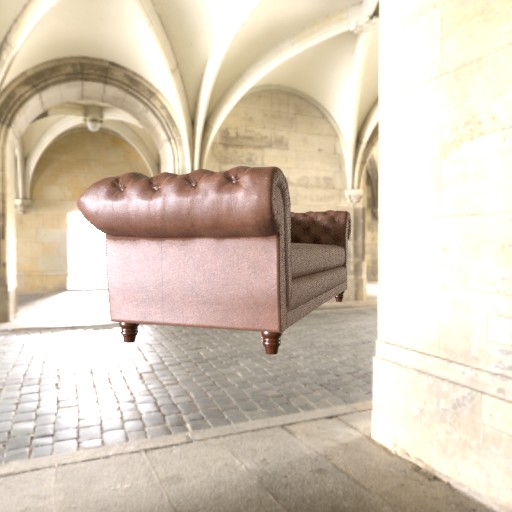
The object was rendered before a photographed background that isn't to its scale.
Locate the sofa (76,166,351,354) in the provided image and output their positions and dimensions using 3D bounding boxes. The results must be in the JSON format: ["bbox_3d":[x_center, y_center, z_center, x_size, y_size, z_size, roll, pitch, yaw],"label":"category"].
[{"bbox_3d":[0.000,0.000,2.872,0.944,0.783,2.385,0,1,19],"label":"sofa"}]
